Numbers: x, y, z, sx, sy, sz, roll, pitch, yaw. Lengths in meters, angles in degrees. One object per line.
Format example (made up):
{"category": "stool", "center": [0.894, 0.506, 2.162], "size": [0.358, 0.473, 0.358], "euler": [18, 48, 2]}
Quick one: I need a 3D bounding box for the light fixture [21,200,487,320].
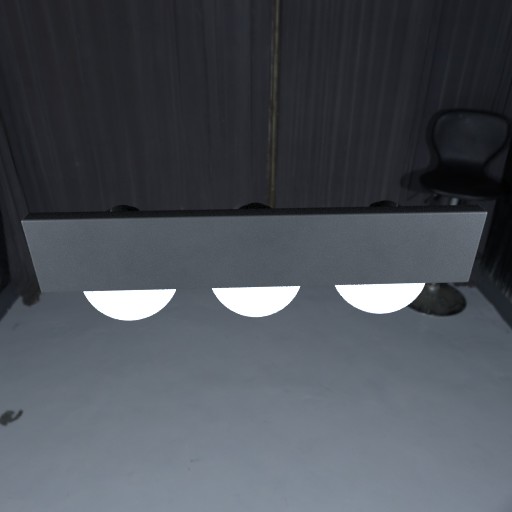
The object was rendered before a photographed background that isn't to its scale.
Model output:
{"category": "light fixture", "center": [0.000, 0.000, 0.841], "size": [0.721, 0.263, 0.218], "euler": [-1, 29, -2]}
